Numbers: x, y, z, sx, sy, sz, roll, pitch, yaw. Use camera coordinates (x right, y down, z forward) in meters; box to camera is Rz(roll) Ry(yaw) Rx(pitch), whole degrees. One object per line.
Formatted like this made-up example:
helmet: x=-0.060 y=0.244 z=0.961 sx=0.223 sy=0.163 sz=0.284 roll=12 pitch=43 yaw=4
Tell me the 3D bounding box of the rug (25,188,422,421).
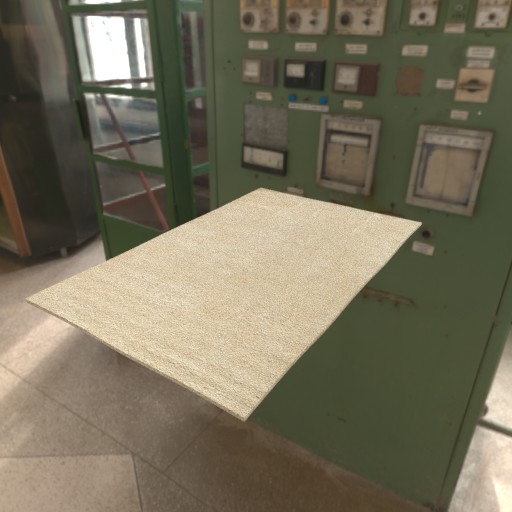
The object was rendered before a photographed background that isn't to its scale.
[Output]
rug: x=0.000 y=0.000 z=2.944 sx=1.500 sy=0.025 sz=2.346 roll=17 pitch=32 yaw=30
